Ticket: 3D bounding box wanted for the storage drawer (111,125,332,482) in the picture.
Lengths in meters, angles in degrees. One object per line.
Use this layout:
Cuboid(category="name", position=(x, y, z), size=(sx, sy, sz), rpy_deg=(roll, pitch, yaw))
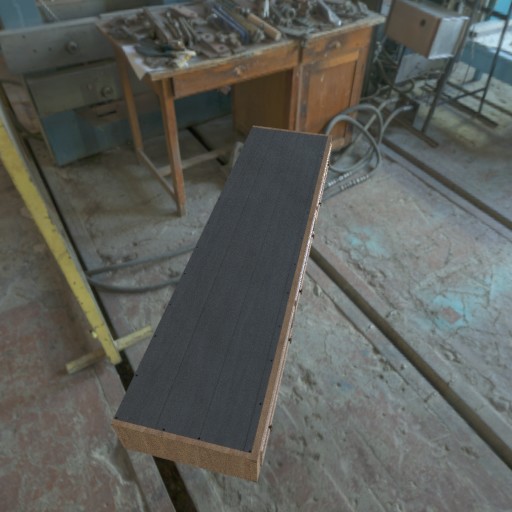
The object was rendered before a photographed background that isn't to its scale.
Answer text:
Cuboid(category="storage drawer", position=(0.000, 0.000, 2.255), size=(0.538, 0.264, 2.032), rpy_deg=(10, 47, 9))
